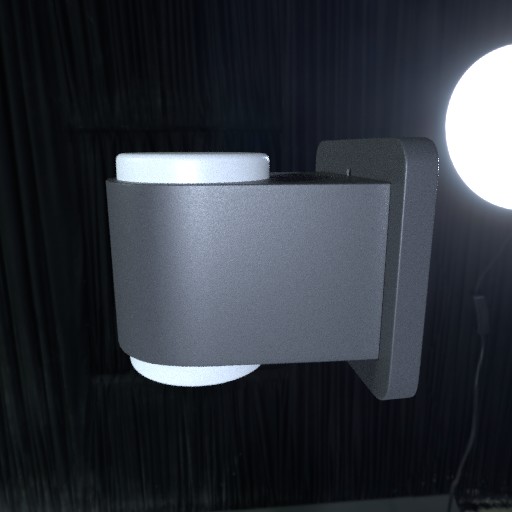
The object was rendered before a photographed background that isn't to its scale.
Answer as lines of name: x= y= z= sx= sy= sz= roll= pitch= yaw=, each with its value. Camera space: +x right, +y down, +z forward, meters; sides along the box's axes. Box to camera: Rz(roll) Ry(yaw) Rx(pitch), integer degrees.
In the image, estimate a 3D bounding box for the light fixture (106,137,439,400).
light fixture: x=0.000 y=0.000 z=0.213 sx=0.132 sy=0.109 sz=0.109 roll=-2 pitch=14 yaw=-9
